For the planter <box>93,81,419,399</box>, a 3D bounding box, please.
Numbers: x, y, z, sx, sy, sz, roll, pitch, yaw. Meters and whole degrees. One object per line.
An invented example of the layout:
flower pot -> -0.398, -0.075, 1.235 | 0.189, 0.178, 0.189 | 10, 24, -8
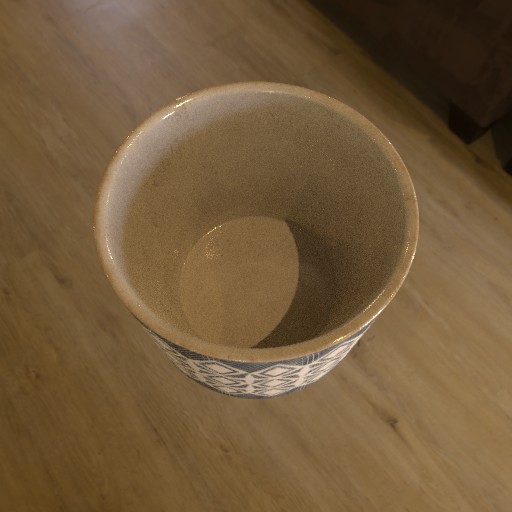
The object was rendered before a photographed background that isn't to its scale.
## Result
planter -> 0.000, 0.000, 0.221 | 0.126, 0.104, 0.126 | 0, 65, 0
